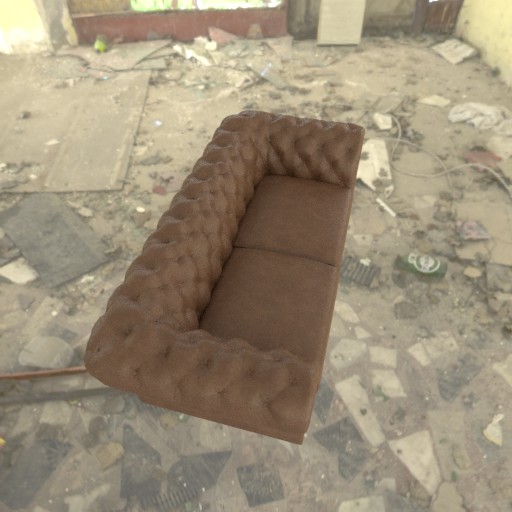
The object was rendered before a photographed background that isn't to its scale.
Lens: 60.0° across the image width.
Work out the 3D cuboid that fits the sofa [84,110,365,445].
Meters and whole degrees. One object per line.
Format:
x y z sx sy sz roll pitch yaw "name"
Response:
0.000 0.000 2.499 0.955 0.784 2.048 11 47 10 "sofa"
